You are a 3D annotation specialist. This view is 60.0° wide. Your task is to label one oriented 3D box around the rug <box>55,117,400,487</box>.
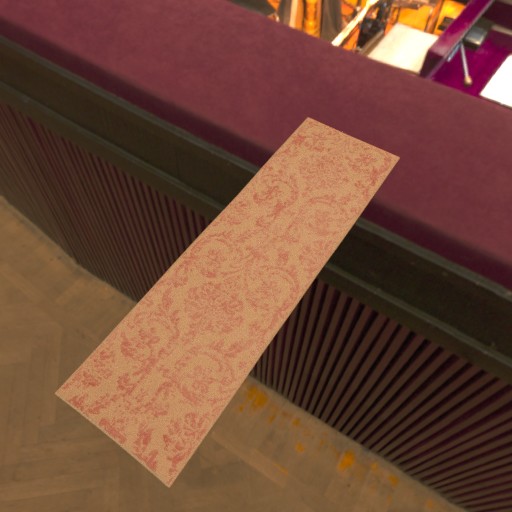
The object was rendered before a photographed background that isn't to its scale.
[{"bbox_3d":[0.000,0.000,2.348,0.662,0.011,2.196,30,62,18],"label":"rug"}]
